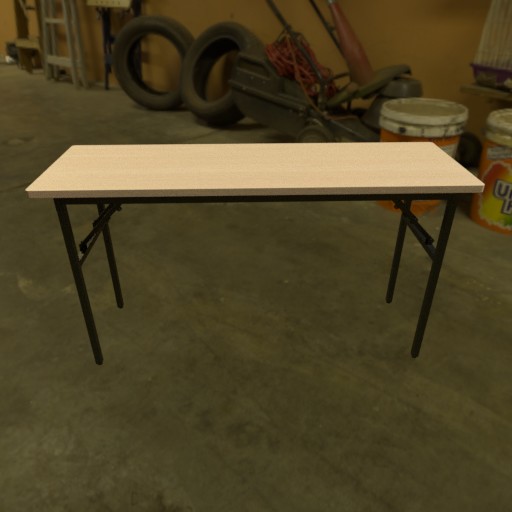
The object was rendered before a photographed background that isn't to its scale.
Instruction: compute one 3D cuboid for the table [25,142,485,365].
[{"bbox_3d":[0.000,0.000,1.724,1.397,0.750,0.447,-1,31,-2],"label":"table"}]
